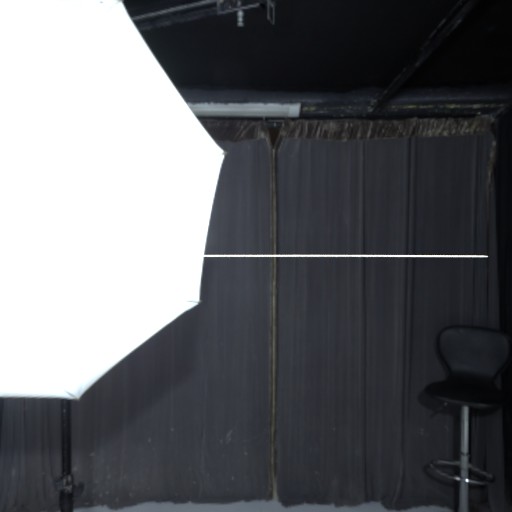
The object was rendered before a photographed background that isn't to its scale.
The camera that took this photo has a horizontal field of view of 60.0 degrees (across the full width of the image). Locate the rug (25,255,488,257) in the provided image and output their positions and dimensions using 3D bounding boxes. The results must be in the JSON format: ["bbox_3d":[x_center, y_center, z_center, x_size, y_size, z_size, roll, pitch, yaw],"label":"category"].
[{"bbox_3d":[0.000,0.000,3.079,2.435,0.012,1.529,0,0,0],"label":"rug"}]
